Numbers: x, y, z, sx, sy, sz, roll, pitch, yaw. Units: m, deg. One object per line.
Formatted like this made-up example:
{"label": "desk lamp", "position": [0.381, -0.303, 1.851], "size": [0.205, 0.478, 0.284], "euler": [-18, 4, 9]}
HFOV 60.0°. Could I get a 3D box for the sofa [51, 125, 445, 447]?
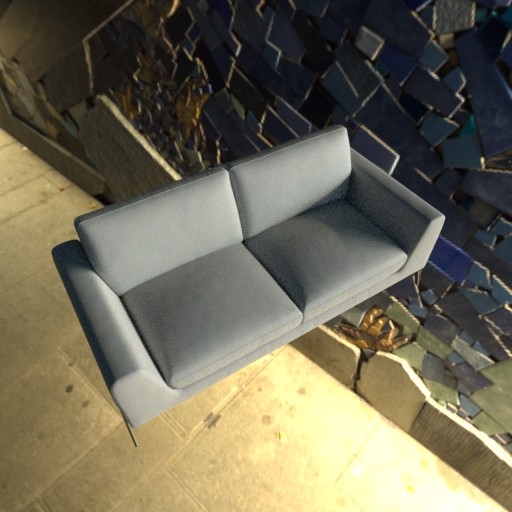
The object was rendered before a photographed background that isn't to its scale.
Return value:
{"label": "sofa", "position": [0.000, 0.000, 2.566], "size": [2.017, 0.875, 0.953], "euler": [-25, 51, -21]}
